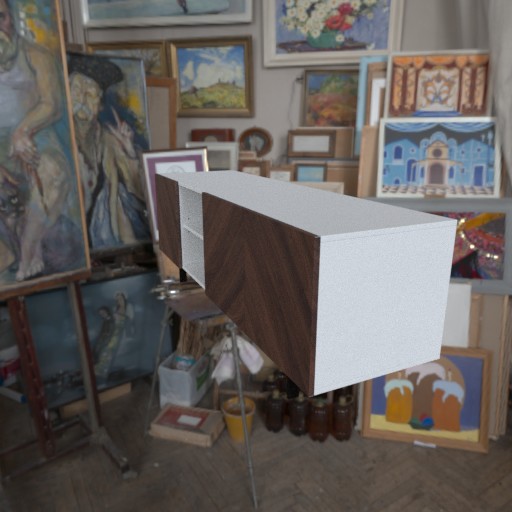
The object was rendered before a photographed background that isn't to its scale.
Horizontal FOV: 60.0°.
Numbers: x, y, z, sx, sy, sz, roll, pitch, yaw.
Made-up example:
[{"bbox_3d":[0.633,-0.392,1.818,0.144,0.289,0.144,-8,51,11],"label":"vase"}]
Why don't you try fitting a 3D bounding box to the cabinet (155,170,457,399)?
[{"bbox_3d":[0.000,0.000,1.770,0.431,0.533,1.499,-8,18,-24],"label":"cabinet"}]
